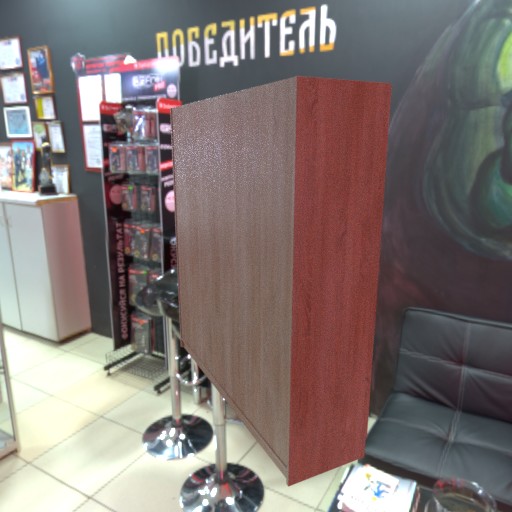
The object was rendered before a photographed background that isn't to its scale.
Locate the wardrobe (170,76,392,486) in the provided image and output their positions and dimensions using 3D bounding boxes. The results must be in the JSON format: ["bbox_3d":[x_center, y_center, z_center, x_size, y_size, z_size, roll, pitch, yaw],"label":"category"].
[{"bbox_3d":[0.000,0.000,3.219,0.598,2.159,1.998,-7,16,-26],"label":"wardrobe"}]
